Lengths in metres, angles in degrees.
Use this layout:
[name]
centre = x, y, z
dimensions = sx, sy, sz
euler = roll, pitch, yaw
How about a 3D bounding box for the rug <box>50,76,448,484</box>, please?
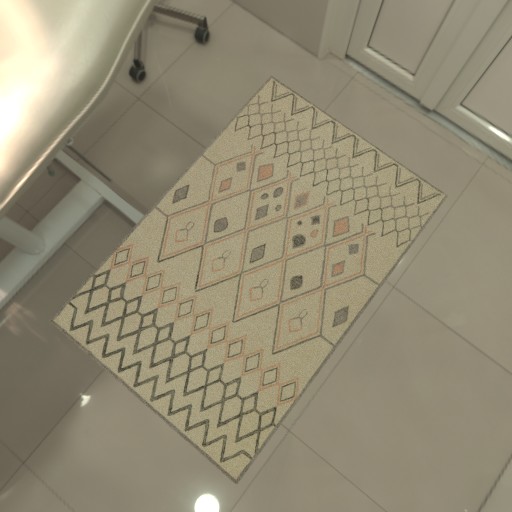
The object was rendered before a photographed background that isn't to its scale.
[rug]
centre = 0.000, 0.000, 2.326
dimensions = 1.219, 0.016, 1.829
euler = 37, 78, 9
